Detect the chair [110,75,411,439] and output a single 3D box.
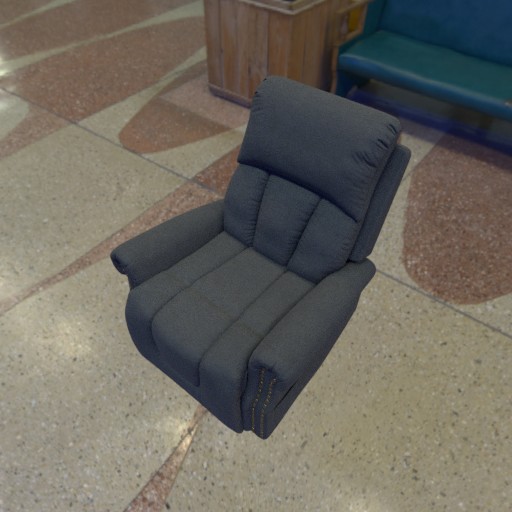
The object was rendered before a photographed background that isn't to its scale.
[{"bbox_3d":[0.000,0.000,1.760,0.871,1.031,0.979,31,54,26],"label":"chair"}]
